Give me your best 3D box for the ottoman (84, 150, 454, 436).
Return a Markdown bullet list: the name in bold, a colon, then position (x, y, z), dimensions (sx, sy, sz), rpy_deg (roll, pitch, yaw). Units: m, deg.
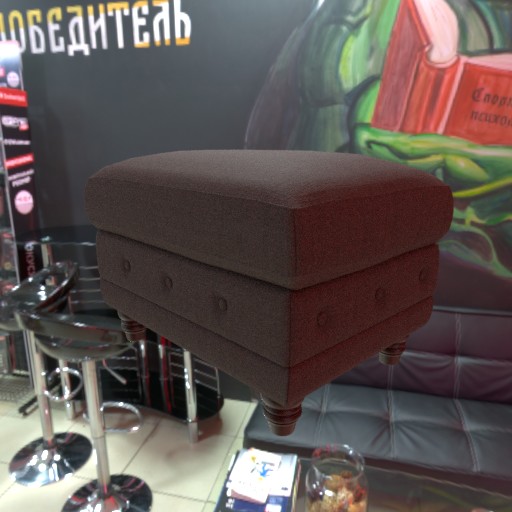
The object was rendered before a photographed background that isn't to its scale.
- **ottoman**: position (0.000, 0.000, 1.195), dimensions (0.599, 0.555, 0.809), rpy_deg (-14, 20, -42)
